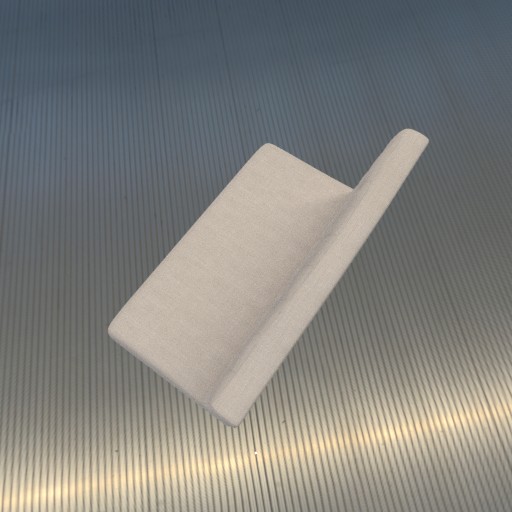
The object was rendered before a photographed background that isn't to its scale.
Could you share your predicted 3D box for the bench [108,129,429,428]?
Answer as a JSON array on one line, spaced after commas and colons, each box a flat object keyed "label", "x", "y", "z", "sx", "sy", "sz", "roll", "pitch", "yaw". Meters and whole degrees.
[{"label": "bench", "x": 0.000, "y": 0.000, "z": 2.047, "sx": 0.815, "sy": 1.180, "sz": 1.335, "roll": 33, "pitch": 70, "yaw": 13}]
